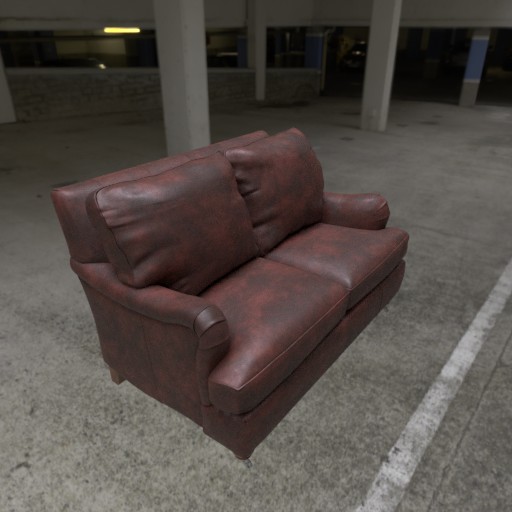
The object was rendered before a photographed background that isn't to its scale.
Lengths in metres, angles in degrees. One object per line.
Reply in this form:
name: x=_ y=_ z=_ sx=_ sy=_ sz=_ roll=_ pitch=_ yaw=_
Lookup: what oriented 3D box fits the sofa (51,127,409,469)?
sofa: x=0.000 y=0.000 z=2.359 sx=1.148 sy=1.070 sz=1.628 roll=20 pitch=34 yaw=33
